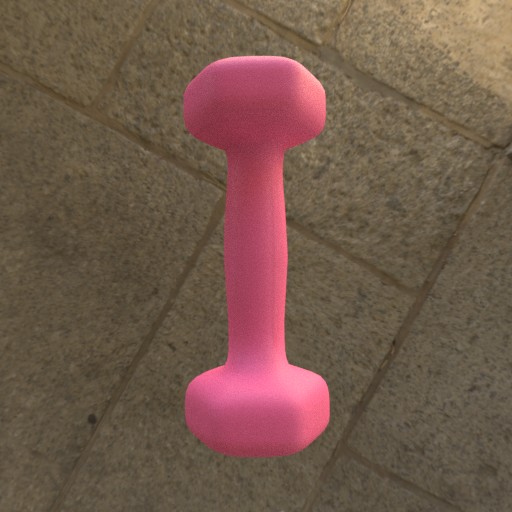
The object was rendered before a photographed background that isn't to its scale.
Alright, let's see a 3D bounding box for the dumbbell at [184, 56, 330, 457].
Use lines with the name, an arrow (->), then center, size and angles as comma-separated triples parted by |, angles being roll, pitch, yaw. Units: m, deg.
dumbbell -> 0.000, 0.000, 0.176 | 0.058, 0.053, 0.146 | 0, 89, 0
